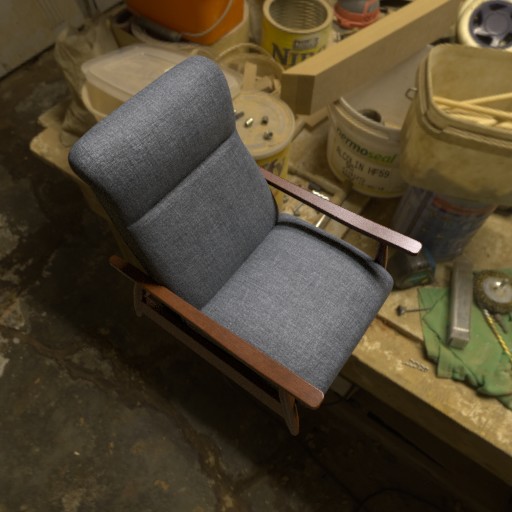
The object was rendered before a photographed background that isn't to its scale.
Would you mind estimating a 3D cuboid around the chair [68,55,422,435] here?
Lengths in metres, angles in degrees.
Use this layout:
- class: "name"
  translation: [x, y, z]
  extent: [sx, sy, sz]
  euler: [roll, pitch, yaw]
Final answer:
- class: "chair"
  translation: [0.000, 0.000, 1.760]
  extent: [1.030, 1.082, 0.762]
  euler: [32, 64, 18]
